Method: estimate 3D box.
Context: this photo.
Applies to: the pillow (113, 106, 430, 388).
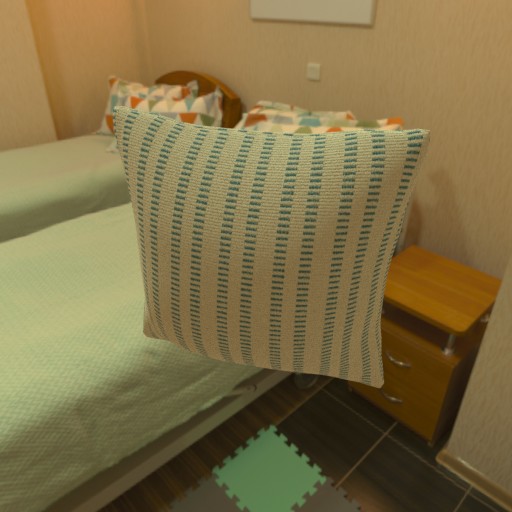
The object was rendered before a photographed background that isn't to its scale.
[{"bbox_3d":[0.000,0.000,0.680,0.438,0.419,0.247,9,32,15],"label":"pillow"}]
